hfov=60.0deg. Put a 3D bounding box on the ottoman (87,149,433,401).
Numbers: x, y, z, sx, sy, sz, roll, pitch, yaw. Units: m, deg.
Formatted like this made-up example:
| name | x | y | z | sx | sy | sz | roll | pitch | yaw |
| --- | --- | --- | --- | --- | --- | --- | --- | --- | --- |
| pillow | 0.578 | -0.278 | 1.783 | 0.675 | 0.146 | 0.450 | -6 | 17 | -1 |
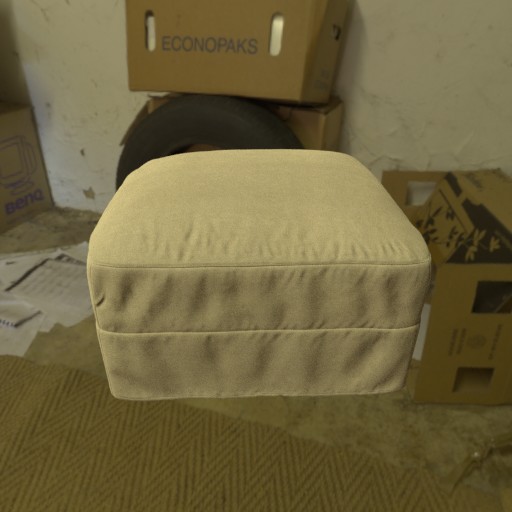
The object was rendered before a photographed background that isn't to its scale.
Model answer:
| name | x | y | z | sx | sy | sz | roll | pitch | yaw |
| --- | --- | --- | --- | --- | --- | --- | --- | --- | --- |
| ottoman | 0.000 | 0.000 | 1.122 | 0.712 | 0.480 | 0.584 | -1 | 30 | -2 |
